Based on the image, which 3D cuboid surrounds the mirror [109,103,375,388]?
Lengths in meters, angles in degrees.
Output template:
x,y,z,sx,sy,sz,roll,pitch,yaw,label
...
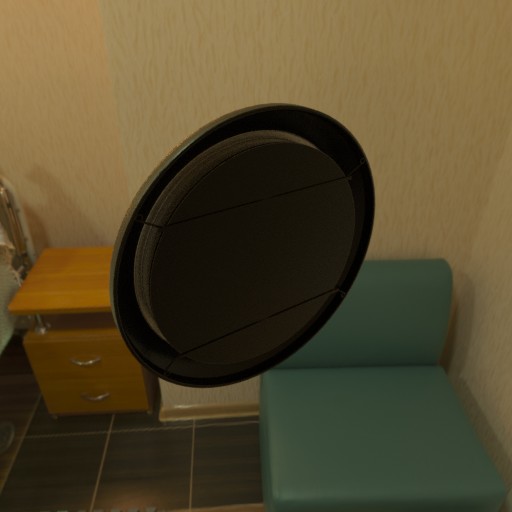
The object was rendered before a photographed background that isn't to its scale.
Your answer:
x,y,z,sx,sy,sz,roll,pitch,yaw,label
0.000,0.000,1.357,0.907,0.907,0.111,-19,36,-28,mirror
